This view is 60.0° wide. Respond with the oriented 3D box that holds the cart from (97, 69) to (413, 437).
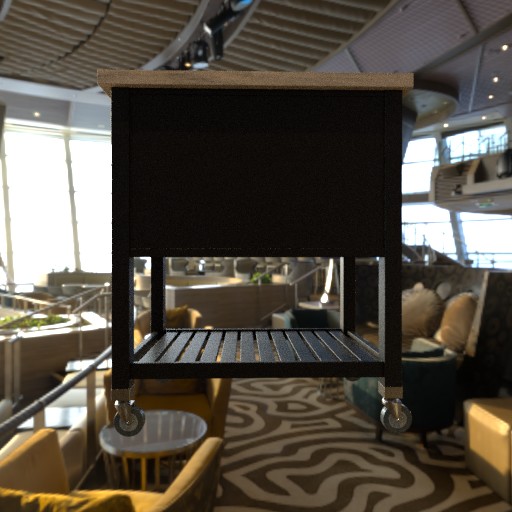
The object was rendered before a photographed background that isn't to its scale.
[{"bbox_3d":[0.000,0.000,1.387,0.797,0.920,0.567,0,0,-2],"label":"cart"}]
